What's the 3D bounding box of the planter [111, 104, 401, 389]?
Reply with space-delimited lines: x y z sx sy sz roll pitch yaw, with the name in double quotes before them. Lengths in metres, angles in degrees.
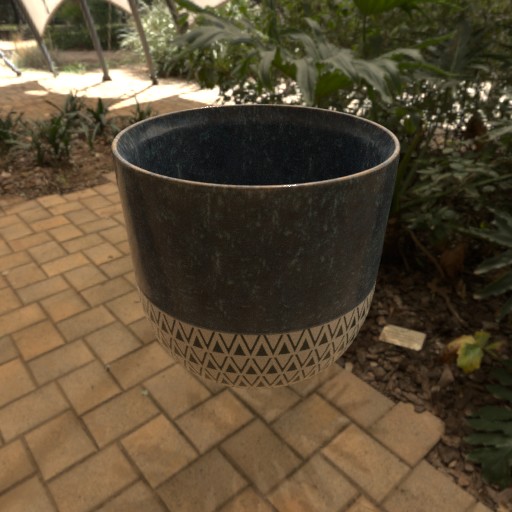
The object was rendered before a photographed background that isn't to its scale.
"planter" 0.000 0.000 0.491 0.266 0.270 0.266 0 31 0
